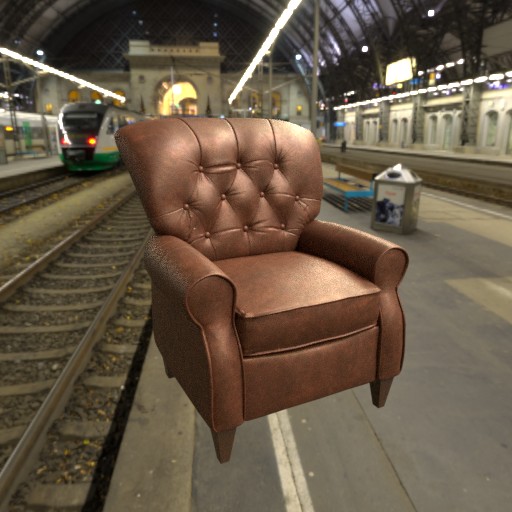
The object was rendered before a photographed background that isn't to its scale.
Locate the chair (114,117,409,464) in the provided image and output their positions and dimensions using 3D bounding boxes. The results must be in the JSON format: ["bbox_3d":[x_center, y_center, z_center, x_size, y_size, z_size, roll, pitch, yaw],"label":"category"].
[{"bbox_3d":[0.000,0.000,1.909,0.979,1.162,1.031,-8,17,-26],"label":"chair"}]
